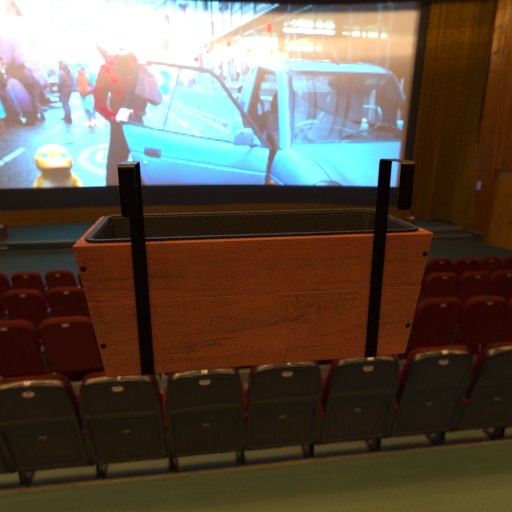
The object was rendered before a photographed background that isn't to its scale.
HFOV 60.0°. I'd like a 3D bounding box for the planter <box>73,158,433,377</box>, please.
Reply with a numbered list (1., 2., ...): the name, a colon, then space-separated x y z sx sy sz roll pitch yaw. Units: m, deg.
1. planter: 0.000 0.000 0.659 0.480 0.289 0.262 -2 16 -8
